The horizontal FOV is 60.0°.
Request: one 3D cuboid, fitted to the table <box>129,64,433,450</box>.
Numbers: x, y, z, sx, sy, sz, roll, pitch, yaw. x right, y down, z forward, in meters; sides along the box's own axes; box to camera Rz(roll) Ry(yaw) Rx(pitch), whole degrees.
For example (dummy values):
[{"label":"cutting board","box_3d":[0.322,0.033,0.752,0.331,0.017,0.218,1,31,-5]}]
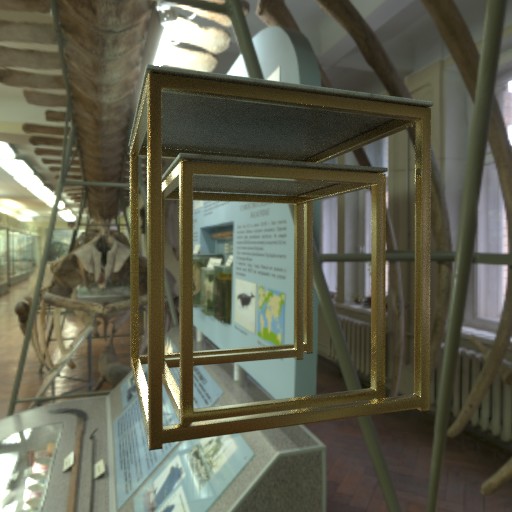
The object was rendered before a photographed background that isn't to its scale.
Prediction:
[{"label":"table","box_3d":[0.000,0.000,0.856,0.450,0.500,0.450,0,1,-19]}]
